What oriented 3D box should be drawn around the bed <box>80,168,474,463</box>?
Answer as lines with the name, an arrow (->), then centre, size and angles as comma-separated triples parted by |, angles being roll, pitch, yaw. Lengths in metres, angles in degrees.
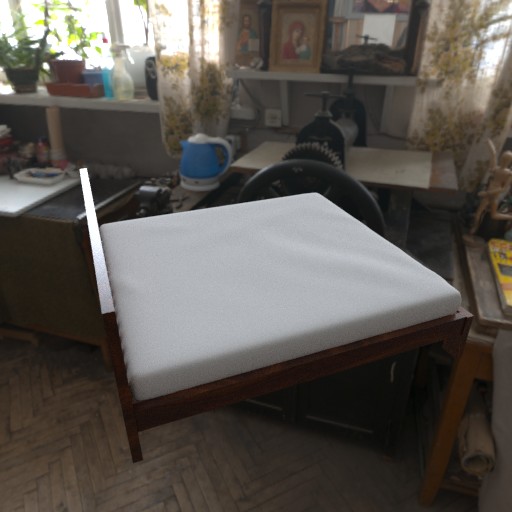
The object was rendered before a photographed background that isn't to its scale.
bed -> 0.000, 0.000, 3.023 | 2.030, 0.890, 1.905 | -11, 31, -19
